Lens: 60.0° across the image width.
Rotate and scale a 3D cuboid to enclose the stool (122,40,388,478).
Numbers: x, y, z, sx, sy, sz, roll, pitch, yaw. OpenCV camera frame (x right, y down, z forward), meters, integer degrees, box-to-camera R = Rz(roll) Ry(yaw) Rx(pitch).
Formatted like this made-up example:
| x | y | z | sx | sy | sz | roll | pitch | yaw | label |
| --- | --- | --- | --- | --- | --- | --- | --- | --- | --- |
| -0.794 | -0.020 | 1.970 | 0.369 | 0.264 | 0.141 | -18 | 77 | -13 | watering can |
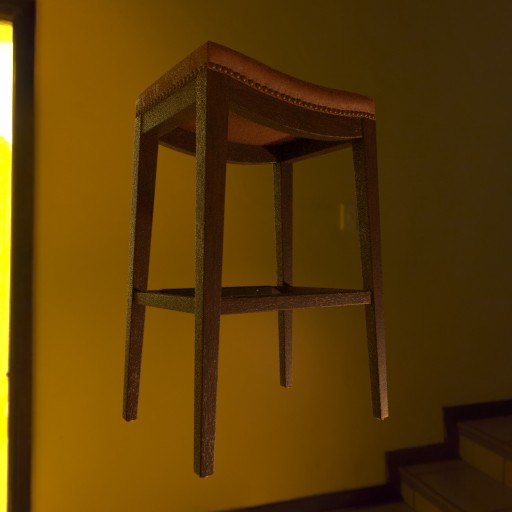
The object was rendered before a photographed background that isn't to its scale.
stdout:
| x | y | z | sx | sy | sz | roll | pitch | yaw | label |
| --- | --- | --- | --- | --- | --- | --- | --- | --- | --- |
| 0.000 | 0.000 | 1.035 | 0.500 | 0.759 | 0.361 | 1 | -2 | -37 | stool |
